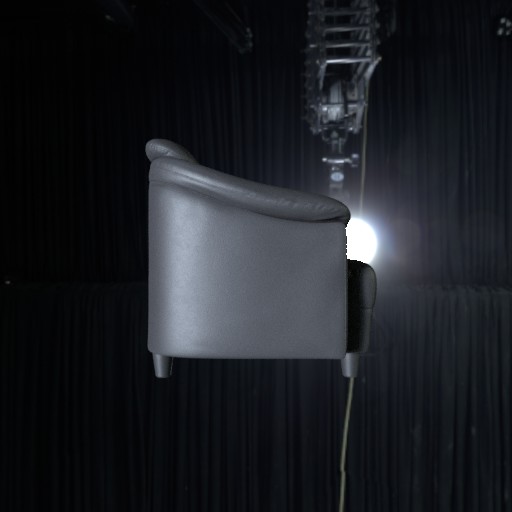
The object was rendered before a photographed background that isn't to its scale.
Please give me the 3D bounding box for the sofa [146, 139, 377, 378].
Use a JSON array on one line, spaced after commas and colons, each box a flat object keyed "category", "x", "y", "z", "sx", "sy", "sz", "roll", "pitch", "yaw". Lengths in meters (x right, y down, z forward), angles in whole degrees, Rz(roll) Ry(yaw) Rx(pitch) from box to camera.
[{"category": "sofa", "x": 0.000, "y": 0.000, "z": 2.232, "sx": 0.800, "sy": 0.811, "sz": 1.829, "roll": 0, "pitch": 0, "yaw": 0}]
